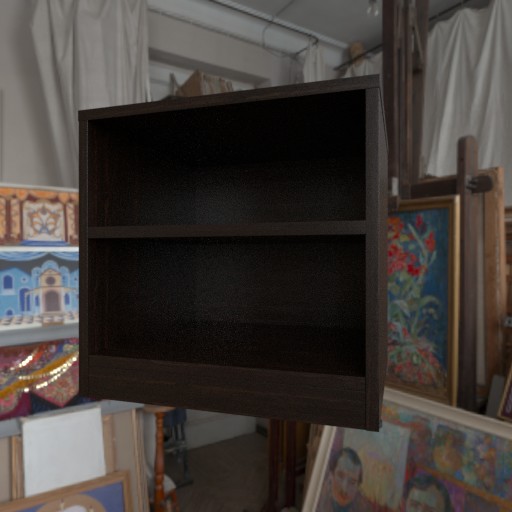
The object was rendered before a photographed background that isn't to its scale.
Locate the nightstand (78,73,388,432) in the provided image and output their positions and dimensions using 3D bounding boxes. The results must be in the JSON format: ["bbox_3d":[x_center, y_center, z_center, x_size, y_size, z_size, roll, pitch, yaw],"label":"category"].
[{"bbox_3d":[0.000,0.000,0.869,0.489,0.487,0.427,0,0,18],"label":"nightstand"}]
